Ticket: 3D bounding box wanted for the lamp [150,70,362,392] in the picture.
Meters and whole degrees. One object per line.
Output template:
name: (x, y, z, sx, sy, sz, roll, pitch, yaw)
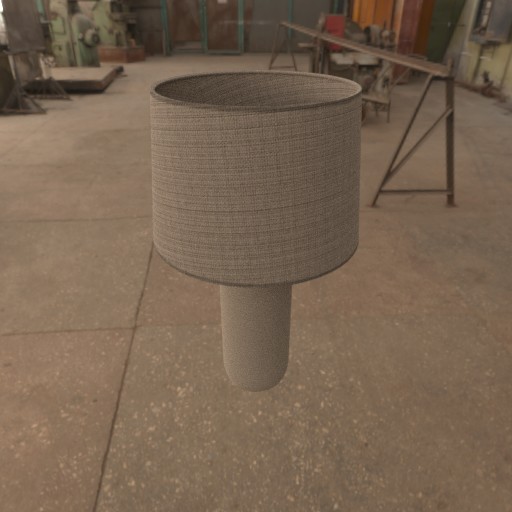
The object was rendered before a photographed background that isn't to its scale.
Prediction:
lamp: (0.000, 0.000, 0.834, 0.367, 0.609, 0.367, 0, 30, 0)
